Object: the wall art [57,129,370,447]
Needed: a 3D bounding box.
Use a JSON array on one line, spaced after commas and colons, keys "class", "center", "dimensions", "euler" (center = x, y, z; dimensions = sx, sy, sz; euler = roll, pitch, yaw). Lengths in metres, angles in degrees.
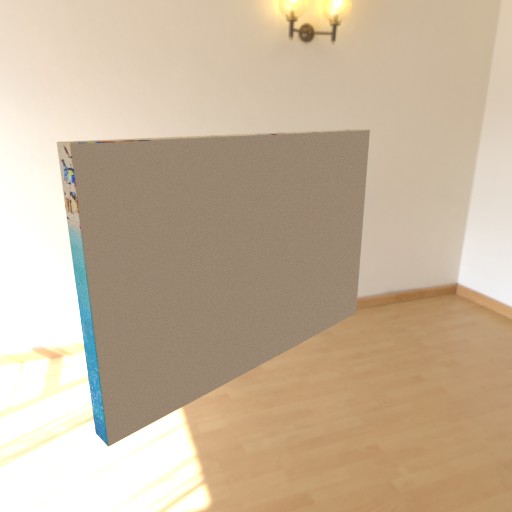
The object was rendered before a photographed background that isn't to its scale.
[{"class": "wall art", "center": [0.000, 0.000, 1.120], "dimensions": [0.894, 0.595, 0.057], "euler": [-17, 24, -42]}]
